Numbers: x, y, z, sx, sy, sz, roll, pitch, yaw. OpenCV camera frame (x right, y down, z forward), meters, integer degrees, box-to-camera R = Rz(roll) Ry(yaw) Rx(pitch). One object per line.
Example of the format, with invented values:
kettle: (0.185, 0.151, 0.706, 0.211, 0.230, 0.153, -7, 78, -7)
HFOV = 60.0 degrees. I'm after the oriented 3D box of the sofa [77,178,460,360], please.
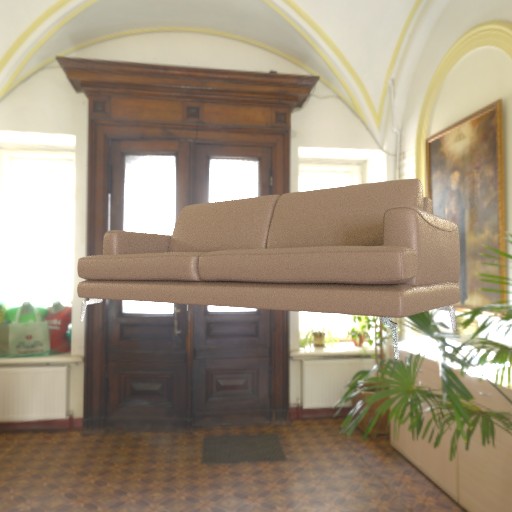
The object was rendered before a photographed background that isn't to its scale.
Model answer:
sofa: (0.000, 0.000, 2.443, 1.940, 0.765, 0.974, -1, -2, 36)
